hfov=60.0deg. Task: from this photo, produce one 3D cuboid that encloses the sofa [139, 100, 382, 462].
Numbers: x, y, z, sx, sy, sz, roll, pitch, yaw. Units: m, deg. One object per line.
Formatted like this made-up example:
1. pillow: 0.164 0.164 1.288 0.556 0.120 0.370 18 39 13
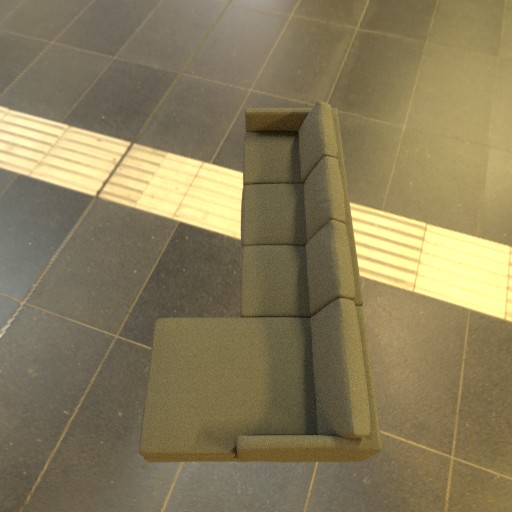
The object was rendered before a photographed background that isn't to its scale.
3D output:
1. sofa: 0.000 0.000 3.823 1.625 0.861 3.186 0 59 0
